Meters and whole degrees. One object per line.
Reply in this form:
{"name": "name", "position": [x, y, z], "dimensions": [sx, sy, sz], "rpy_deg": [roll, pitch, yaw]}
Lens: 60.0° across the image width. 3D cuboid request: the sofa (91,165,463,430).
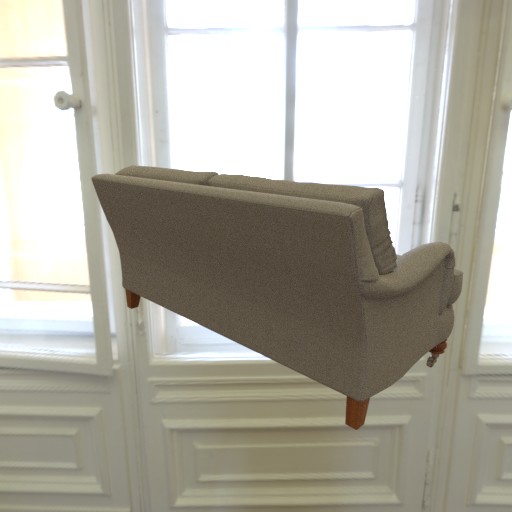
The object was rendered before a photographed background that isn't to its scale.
{"name": "sofa", "position": [0.000, 0.000, 2.739], "dimensions": [1.087, 1.054, 2.160], "rpy_deg": [-14, 20, -42]}
